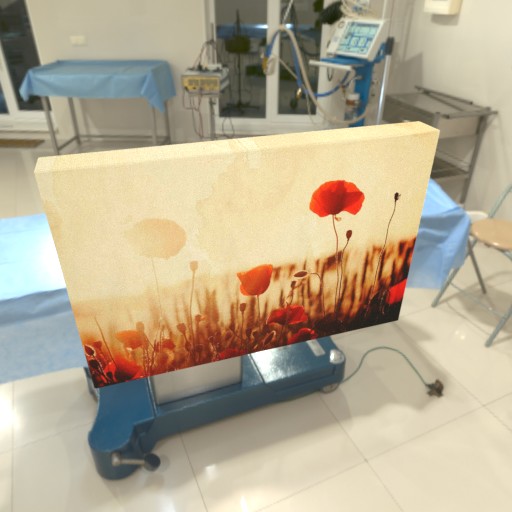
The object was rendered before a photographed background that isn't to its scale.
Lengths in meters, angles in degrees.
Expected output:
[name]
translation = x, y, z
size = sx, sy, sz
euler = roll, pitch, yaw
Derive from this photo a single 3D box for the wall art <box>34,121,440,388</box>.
[wall art]
translation = 0.000, 0.000, 0.483
size = 0.383, 0.251, 0.037
euler = -10, 33, -15
